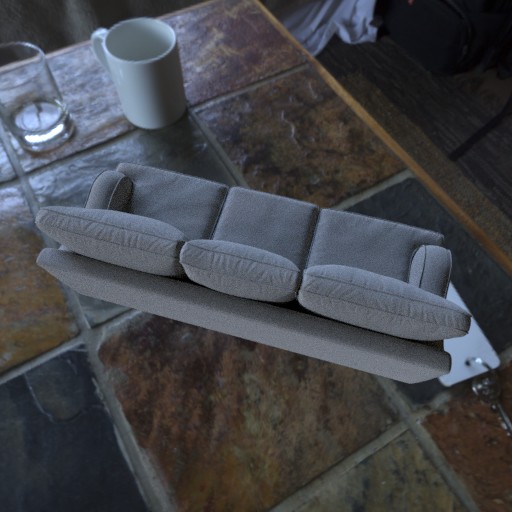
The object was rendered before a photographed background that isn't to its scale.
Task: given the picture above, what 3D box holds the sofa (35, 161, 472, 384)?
[{"bbox_3d":[0.000,0.000,2.791,2.323,0.997,1.016,14,63,7],"label":"sofa"}]
